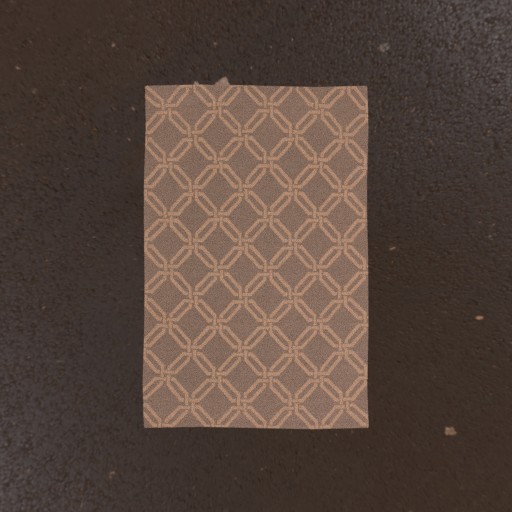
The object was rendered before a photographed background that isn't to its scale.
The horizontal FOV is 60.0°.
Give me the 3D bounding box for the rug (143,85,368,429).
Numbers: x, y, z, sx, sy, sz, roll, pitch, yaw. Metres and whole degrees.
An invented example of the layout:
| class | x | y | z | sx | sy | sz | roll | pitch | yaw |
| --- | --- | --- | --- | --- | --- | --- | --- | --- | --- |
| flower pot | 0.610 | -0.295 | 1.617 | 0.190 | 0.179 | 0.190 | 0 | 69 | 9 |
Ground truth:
| class | x | y | z | sx | sy | sz | roll | pitch | yaw |
| --- | --- | --- | --- | --- | --- | --- | --- | --- | --- |
| rug | 0.000 | 0.000 | 2.256 | 1.148 | 0.010 | 1.754 | 0 | 89 | 0 |
